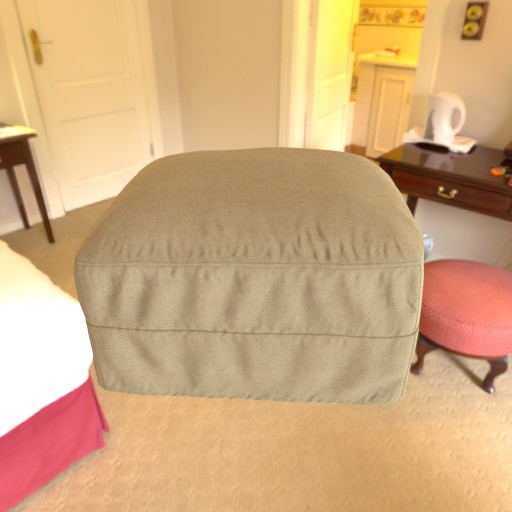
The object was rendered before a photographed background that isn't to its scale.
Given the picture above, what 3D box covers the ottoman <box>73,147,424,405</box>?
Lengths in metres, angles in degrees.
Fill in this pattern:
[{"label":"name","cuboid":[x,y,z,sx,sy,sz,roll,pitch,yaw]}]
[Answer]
[{"label":"ottoman","cuboid":[0.000,0.000,1.102,0.712,0.480,0.584,2,30,4]}]
